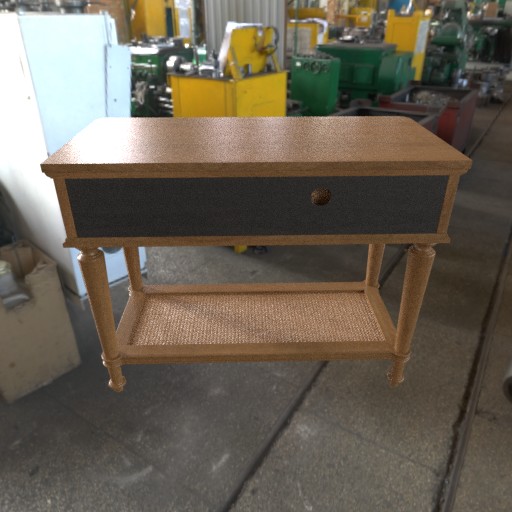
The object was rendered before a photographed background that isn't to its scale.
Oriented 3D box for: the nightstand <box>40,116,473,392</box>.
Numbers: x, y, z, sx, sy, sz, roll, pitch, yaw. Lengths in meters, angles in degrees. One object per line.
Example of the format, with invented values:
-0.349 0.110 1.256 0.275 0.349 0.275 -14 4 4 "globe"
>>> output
0.000 0.000 1.296 0.914 0.700 0.432 -1 30 -1 "nightstand"
